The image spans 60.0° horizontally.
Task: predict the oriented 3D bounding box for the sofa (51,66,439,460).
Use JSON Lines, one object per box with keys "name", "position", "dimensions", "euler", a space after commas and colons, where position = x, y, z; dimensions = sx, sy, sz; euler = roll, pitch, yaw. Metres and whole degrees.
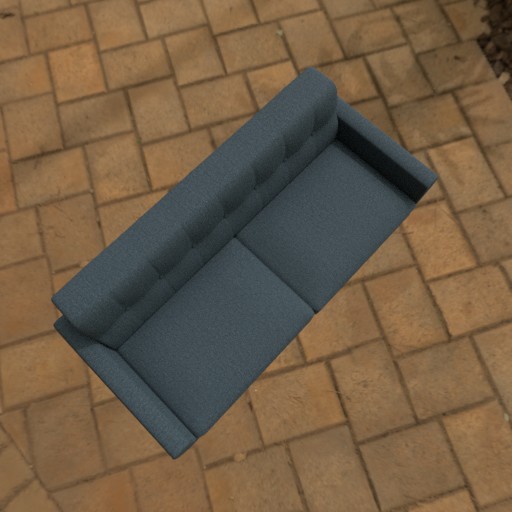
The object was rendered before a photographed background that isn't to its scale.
{"name": "sofa", "position": [0.000, 0.000, 2.527], "dimensions": [0.942, 0.884, 2.055], "euler": [43, 78, 12]}
